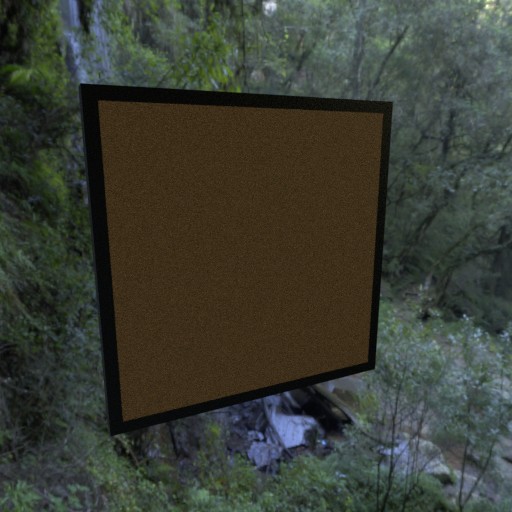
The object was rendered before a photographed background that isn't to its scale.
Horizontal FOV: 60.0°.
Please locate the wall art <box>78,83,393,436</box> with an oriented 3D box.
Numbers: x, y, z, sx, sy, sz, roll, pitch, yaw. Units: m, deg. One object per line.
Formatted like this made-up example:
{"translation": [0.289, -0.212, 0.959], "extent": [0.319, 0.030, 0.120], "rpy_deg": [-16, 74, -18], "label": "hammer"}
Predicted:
{"translation": [0.000, 0.000, 0.740], "extent": [0.508, 0.508, 0.038], "rpy_deg": [-6, 15, -24], "label": "wall art"}
